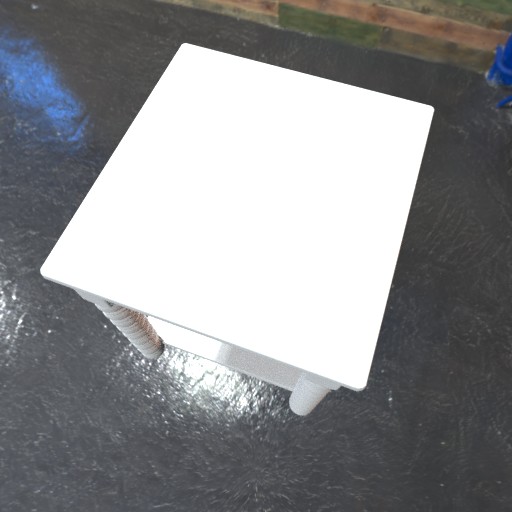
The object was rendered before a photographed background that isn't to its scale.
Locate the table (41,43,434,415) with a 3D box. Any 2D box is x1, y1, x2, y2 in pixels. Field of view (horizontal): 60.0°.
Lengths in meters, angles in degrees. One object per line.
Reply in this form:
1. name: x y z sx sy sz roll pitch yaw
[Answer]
1. table: 0.000 0.000 0.983 0.500 0.563 0.533 18 65 9
